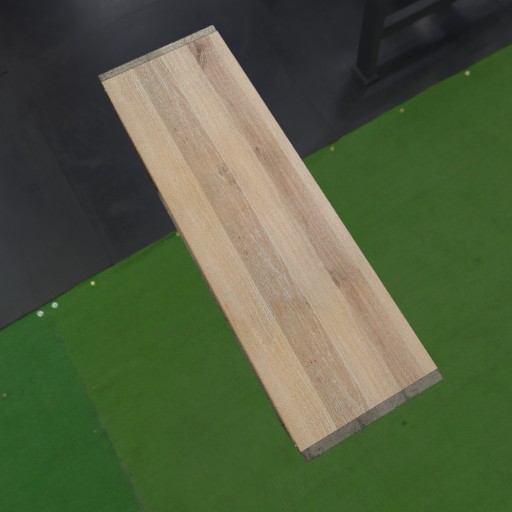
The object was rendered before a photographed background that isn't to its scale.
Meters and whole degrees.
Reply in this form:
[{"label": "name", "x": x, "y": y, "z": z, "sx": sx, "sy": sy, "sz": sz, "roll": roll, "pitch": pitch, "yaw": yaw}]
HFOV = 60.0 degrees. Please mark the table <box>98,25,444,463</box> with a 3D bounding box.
[{"label": "table", "x": 0.000, "y": 0.000, "z": 1.412, "sx": 0.361, "sy": 0.763, "sz": 1.059, "roll": -28, "pitch": 75, "yaw": -8}]
